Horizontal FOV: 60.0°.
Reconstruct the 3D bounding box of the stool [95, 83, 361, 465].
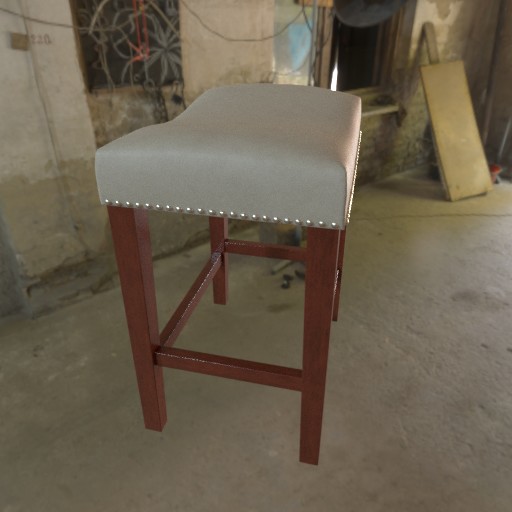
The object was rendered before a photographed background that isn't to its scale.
[{"bbox_3d":[0.000,0.000,0.950,0.375,0.632,0.509,7,31,12],"label":"stool"}]
